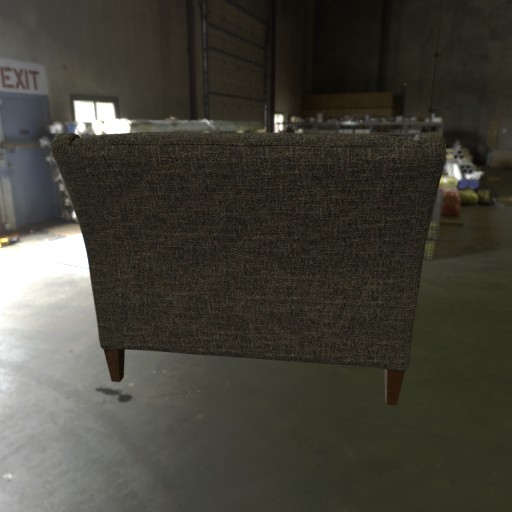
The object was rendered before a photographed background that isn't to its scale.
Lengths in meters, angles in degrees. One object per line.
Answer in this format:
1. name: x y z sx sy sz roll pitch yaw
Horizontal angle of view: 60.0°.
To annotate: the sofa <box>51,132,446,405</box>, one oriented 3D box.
1. sofa: 0.000 0.000 1.872 1.242 1.021 0.870 2 17 8
